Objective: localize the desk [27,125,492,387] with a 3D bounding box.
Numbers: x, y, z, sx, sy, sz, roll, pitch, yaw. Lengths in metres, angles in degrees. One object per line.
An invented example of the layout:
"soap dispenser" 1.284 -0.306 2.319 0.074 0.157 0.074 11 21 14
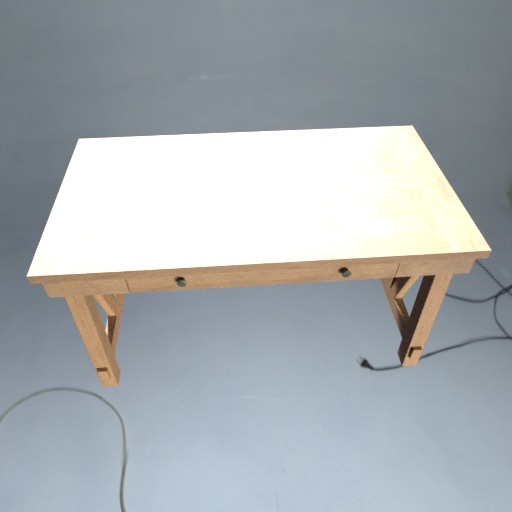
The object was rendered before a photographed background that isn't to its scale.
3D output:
"desk" 0.000 0.000 1.978 1.499 0.762 0.813 -3 46 -3
